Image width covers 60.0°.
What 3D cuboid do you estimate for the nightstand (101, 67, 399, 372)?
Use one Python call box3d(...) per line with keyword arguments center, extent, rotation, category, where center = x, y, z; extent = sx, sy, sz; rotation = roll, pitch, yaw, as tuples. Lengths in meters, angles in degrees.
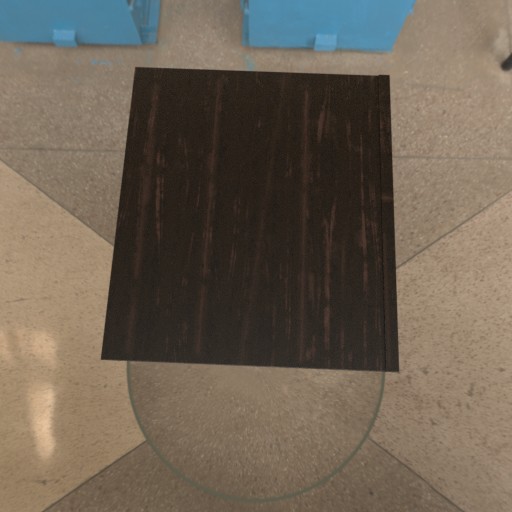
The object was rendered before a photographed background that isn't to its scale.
box3d(center=(0.000, 0.000, 0.843), extent=(0.356, 0.559, 0.400), rotation=(2, 77, 1), category="nightstand")
